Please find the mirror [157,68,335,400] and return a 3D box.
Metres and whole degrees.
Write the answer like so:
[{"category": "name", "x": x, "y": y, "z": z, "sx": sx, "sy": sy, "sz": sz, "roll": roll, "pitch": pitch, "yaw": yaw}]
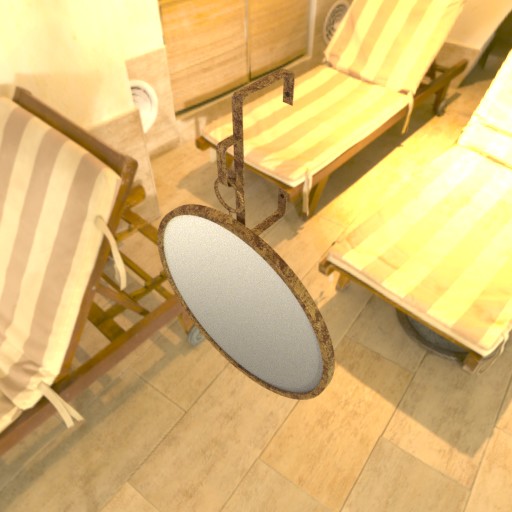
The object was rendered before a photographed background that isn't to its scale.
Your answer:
[{"category": "mirror", "x": 0.000, "y": 0.000, "z": 0.821, "sx": 0.447, "sy": 0.651, "sz": 0.144, "roll": 33, "pitch": 55, "yaw": 27}]
